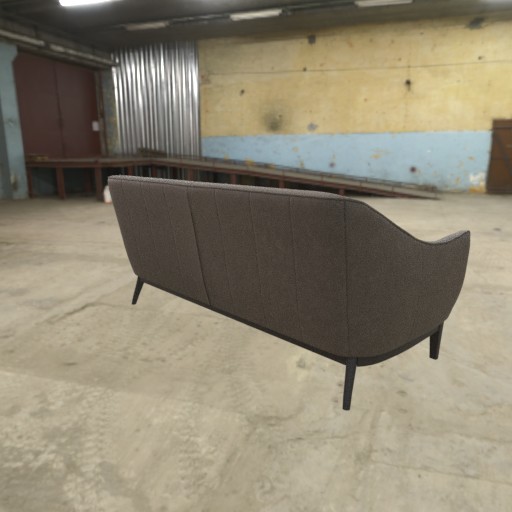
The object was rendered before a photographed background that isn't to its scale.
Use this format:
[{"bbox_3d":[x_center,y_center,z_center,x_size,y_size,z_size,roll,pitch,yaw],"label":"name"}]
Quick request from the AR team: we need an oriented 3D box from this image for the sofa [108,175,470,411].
[{"bbox_3d":[0.000,0.000,2.391,0.869,0.831,1.928,-12,18,-42],"label":"sofa"}]
